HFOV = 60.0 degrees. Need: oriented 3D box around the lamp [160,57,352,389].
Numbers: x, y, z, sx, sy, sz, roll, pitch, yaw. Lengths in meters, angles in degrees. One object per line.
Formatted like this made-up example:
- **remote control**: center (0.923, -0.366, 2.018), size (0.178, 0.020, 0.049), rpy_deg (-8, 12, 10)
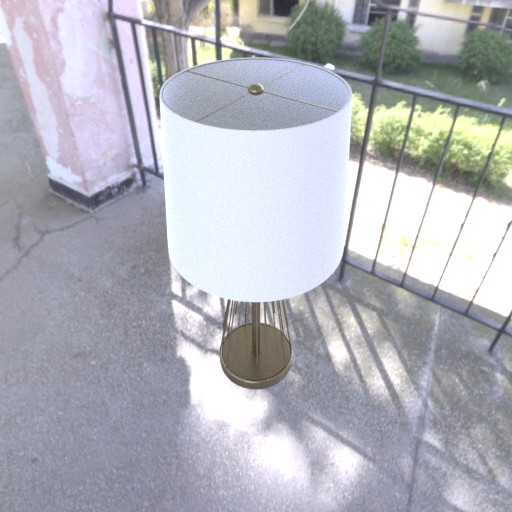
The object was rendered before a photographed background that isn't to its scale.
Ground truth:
- **lamp**: center (0.000, 0.000, 0.802), size (0.303, 0.618, 0.303), rpy_deg (0, 41, 0)
